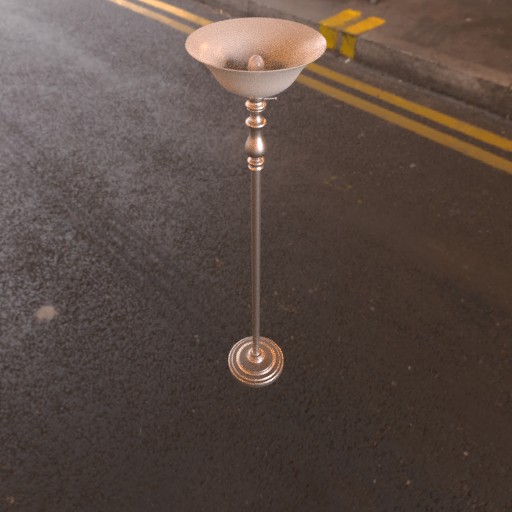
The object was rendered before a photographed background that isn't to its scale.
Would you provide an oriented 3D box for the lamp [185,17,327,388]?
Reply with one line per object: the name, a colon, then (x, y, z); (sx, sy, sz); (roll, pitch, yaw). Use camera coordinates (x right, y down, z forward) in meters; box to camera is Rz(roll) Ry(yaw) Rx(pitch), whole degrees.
lamp: (0.000, 0.000, 1.910); (0.405, 1.771, 0.405); (-4, 46, -4)
